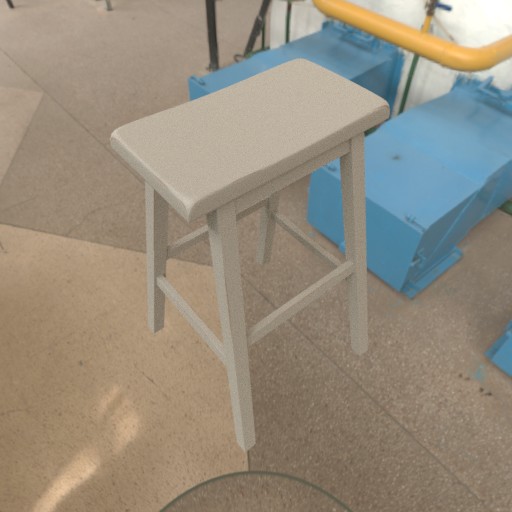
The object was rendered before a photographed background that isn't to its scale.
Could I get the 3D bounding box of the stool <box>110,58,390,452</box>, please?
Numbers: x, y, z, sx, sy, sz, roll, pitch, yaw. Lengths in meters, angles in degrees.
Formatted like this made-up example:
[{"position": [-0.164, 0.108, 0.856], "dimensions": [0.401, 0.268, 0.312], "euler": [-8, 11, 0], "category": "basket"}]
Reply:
[{"position": [0.000, 0.000, 1.047], "dimensions": [0.457, 0.737, 0.476], "euler": [-31, 55, -25], "category": "stool"}]
